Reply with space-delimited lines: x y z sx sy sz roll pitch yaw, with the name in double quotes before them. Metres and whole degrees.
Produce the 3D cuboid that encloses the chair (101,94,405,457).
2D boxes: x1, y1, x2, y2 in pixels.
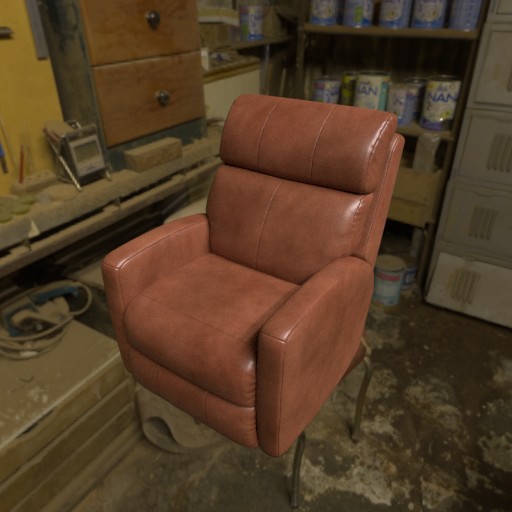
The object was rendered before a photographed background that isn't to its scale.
"chair" 0.000 0.000 1.689 0.787 1.016 0.939 19 35 29
